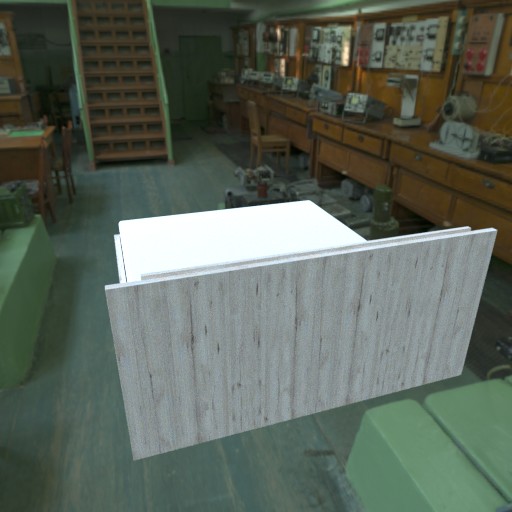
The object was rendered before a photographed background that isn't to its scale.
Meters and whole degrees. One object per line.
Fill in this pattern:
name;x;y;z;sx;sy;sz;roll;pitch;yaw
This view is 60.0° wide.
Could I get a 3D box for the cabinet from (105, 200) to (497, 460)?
cabinet;0.000;0.000;3.115;1.950;0.970;2.080;-8;27;-17
